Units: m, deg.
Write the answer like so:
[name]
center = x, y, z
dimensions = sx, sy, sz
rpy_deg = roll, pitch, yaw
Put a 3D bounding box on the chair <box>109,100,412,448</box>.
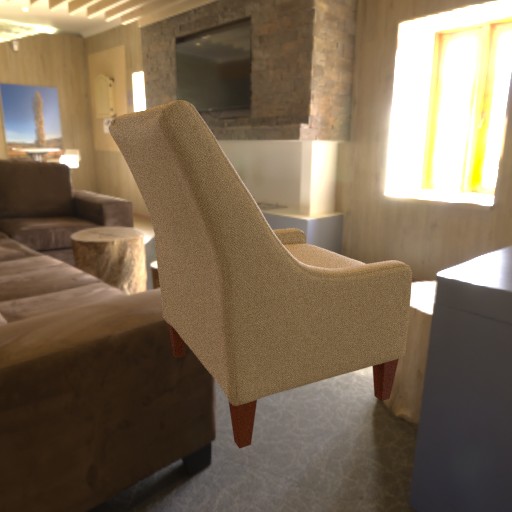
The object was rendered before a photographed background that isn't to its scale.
[chair]
center = 0.000, 0.000, 1.646
dimensions = 0.870, 1.014, 0.774
rpy_deg = -7, 16, -26
